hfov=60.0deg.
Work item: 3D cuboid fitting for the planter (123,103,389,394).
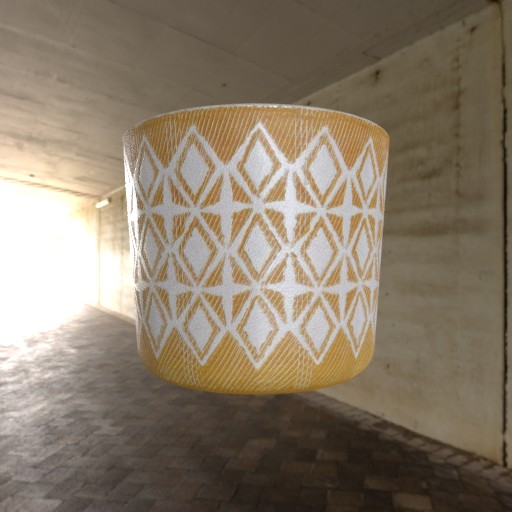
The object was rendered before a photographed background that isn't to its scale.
[{"bbox_3d":[0.000,0.000,0.335,0.193,0.165,0.193,0,0,0],"label":"planter"}]
